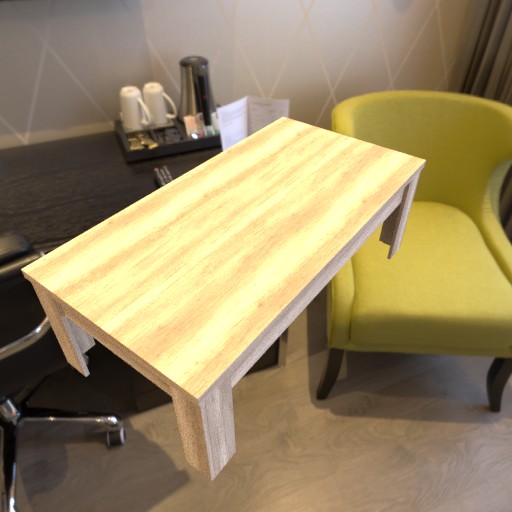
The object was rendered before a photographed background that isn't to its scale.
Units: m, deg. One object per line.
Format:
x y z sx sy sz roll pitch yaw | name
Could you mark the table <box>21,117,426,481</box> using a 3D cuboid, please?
0.000 0.000 1.692 0.700 0.460 1.350 26 47 27 | table
